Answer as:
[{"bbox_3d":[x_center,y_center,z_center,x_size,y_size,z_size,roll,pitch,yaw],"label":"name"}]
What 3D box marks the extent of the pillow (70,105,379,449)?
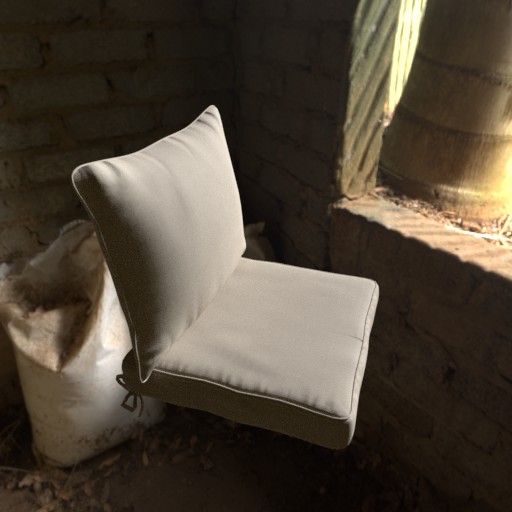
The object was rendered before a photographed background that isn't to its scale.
[{"bbox_3d":[0.000,0.000,1.335,0.733,0.716,0.798,10,31,16],"label":"pillow"}]
